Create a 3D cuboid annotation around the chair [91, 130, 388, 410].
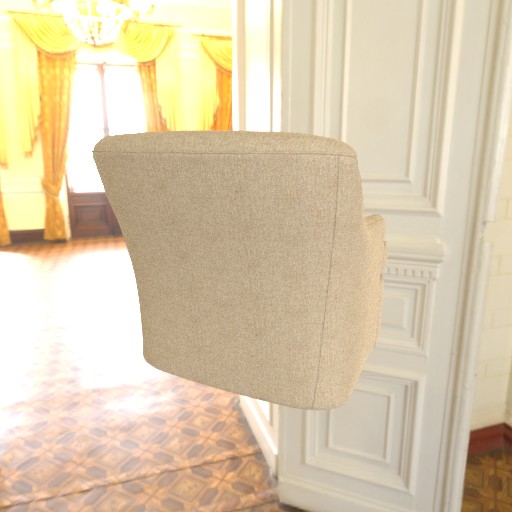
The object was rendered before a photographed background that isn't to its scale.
[{"bbox_3d":[0.000,0.000,1.605,0.864,0.856,0.923,7,16,26],"label":"chair"}]
